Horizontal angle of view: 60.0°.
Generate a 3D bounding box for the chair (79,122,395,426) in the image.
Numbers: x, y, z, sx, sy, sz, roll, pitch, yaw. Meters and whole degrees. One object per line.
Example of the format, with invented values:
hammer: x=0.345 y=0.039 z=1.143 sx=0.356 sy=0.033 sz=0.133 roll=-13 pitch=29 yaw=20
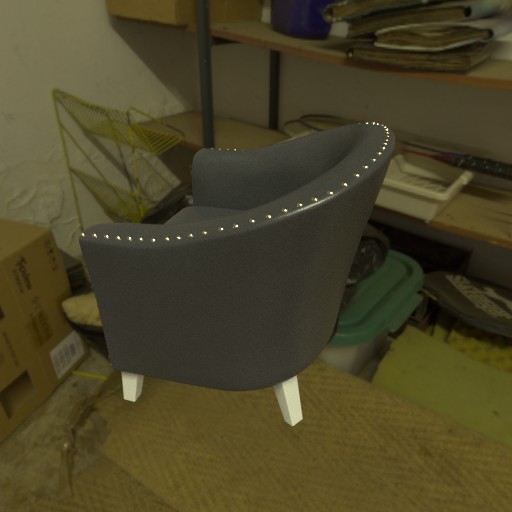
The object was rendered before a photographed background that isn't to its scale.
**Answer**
chair: x=0.000 y=0.000 z=1.430 sx=0.748 sy=0.823 sz=0.794 roll=9 pitch=31 yaw=15
